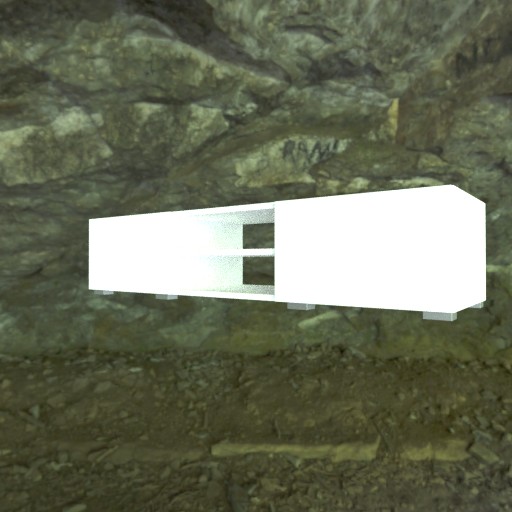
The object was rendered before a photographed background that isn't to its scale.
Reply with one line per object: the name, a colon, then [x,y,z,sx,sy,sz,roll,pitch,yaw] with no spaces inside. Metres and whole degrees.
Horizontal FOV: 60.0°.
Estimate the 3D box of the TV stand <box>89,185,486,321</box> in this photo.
TV stand: [0.000,0.000,1.576,1.400,0.310,0.420,0,-1,36]
